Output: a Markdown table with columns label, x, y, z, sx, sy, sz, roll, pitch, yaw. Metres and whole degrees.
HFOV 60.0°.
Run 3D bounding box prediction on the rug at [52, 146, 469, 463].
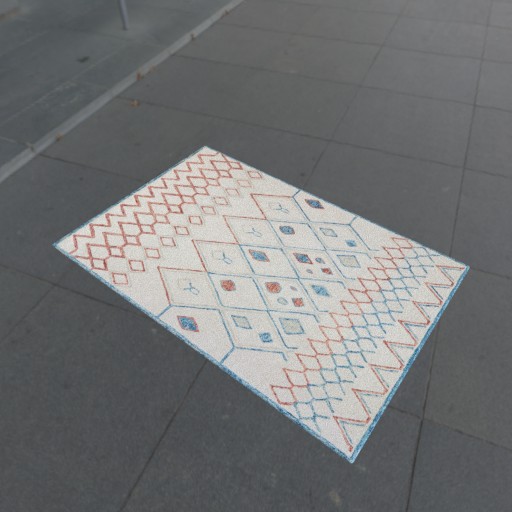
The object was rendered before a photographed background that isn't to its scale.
| label | x | y | z | sx | sy | sz | roll | pitch | yaw |
| --- | --- | --- | --- | --- | --- | --- | --- | --- | --- |
| rug | 0.000 | 0.000 | 2.326 | 1.829 | 0.016 | 1.219 | 29 | 53 | 25 |
